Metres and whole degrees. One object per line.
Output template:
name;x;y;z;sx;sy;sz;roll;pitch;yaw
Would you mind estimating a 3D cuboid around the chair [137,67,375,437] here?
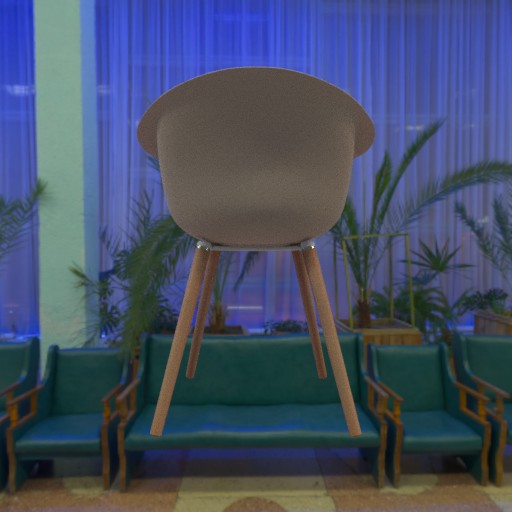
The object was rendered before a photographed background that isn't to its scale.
chair;0.000;0.000;1.157;0.593;0.781;0.504;0;2;0
